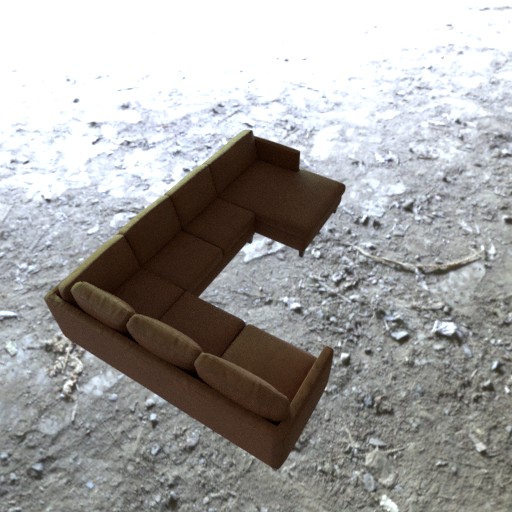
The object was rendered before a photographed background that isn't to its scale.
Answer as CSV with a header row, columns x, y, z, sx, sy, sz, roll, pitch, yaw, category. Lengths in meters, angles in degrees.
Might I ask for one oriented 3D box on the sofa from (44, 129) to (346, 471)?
x,y,z,sx,sy,sz,roll,pitch,yaw,category
0.000,0.000,4.841,2.593,0.923,3.460,24,51,21,sofa
